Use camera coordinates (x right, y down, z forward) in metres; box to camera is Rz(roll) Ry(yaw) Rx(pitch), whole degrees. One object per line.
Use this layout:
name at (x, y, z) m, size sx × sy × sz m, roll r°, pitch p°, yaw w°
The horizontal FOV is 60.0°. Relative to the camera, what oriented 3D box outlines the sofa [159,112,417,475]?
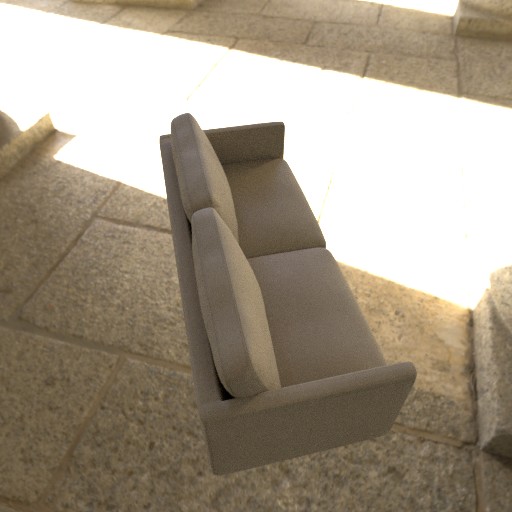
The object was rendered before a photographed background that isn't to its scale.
sofa at (0.000, 0.000, 2.680) m, size 0.948 × 0.932 × 2.181 m, roll -9°, pitch 47°, yaw -9°
